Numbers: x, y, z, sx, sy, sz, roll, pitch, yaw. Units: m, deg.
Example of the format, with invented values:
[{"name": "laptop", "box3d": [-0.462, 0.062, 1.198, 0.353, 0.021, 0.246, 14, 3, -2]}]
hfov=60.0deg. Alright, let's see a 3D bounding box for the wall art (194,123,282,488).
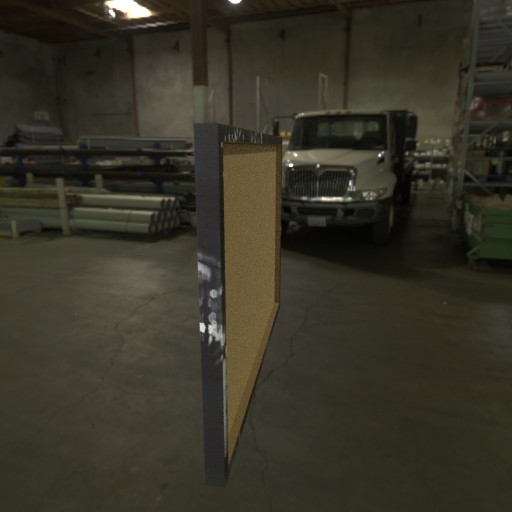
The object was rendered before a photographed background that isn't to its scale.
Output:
[{"name": "wall art", "box3d": [0.000, 0.000, 1.139, 0.038, 0.609, 0.914, 2, 14, 9]}]
